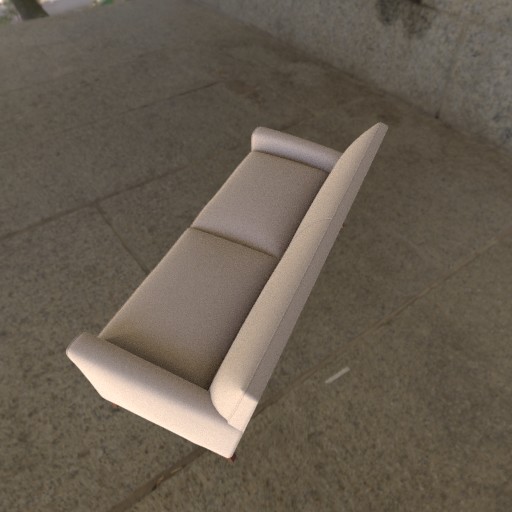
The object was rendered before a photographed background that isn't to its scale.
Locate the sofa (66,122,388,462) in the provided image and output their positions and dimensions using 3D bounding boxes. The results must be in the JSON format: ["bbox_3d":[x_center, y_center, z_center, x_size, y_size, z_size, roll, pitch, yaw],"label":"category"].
[{"bbox_3d":[0.000,0.000,2.464,0.875,0.846,2.000,18,49,17],"label":"sofa"}]
